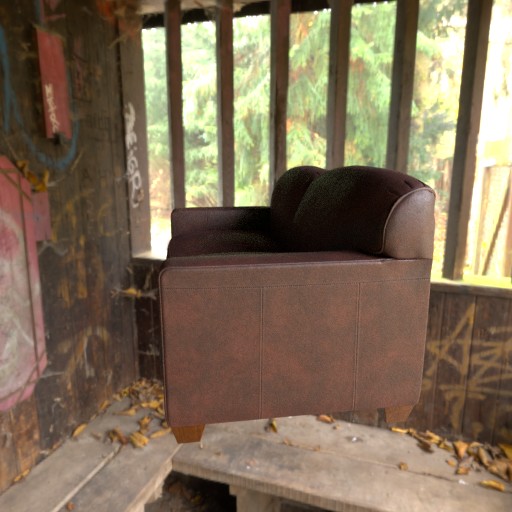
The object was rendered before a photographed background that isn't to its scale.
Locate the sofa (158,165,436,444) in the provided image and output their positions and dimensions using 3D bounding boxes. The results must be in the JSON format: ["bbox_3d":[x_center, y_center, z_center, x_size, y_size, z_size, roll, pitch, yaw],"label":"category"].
[{"bbox_3d":[0.000,0.000,2.390,1.000,0.966,1.856,-2,12,-9],"label":"sofa"}]
